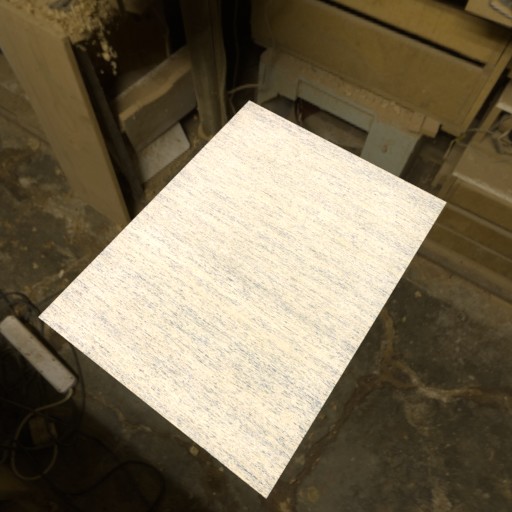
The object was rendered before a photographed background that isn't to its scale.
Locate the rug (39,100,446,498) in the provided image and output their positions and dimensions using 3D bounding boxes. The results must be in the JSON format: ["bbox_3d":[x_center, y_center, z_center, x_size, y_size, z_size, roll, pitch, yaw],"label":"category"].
[{"bbox_3d":[0.000,0.000,4.184,2.438,0.006,3.197,32,67,15],"label":"rug"}]
